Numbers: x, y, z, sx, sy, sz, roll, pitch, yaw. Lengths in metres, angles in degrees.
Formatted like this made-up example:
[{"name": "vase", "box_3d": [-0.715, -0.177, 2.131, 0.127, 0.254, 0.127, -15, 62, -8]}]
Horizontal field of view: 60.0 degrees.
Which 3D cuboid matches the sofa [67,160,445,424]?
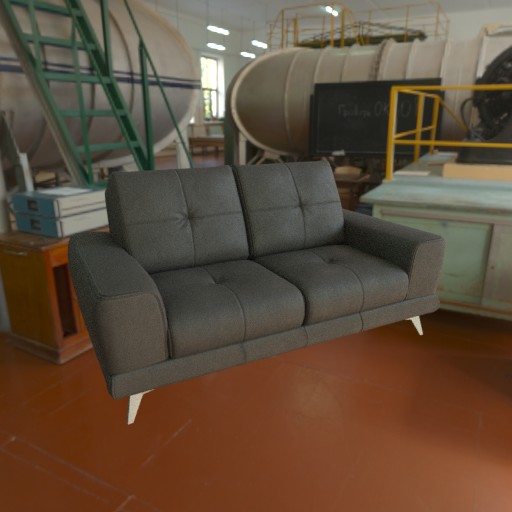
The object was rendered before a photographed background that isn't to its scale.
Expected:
[{"name": "sofa", "box_3d": [0.000, 0.000, 2.373, 1.806, 0.907, 1.018, -9, 20, -26]}]
